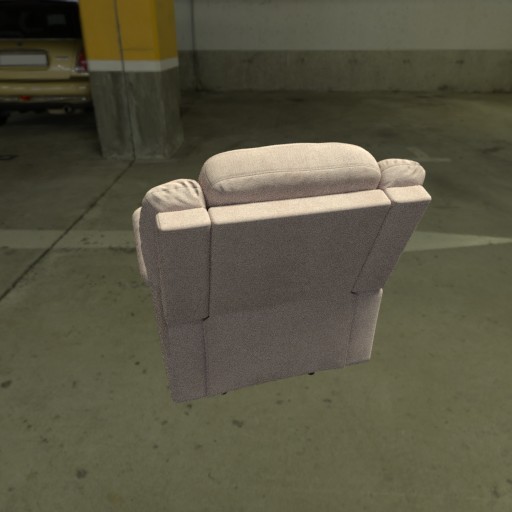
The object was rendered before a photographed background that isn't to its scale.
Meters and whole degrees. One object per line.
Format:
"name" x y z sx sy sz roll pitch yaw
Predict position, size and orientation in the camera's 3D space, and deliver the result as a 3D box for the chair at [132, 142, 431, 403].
"chair" 0.000 0.000 1.752 0.899 1.008 0.944 -8 28 -15
